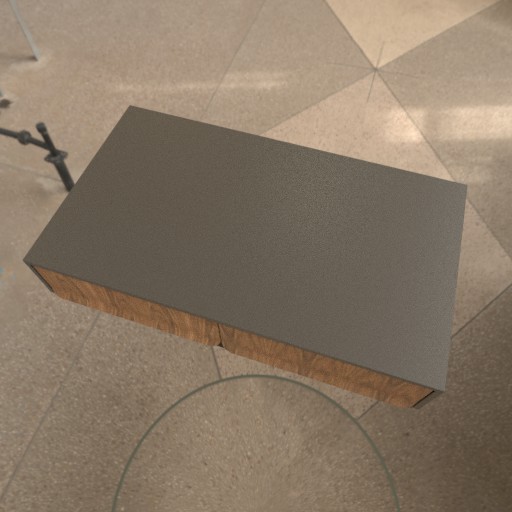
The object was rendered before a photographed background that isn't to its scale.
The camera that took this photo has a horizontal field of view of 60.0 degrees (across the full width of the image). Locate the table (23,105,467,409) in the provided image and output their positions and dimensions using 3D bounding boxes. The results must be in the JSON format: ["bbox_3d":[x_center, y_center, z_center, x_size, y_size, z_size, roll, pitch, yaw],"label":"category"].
[{"bbox_3d":[0.000,0.000,1.523,1.201,0.404,0.703,16,61,9],"label":"table"}]
